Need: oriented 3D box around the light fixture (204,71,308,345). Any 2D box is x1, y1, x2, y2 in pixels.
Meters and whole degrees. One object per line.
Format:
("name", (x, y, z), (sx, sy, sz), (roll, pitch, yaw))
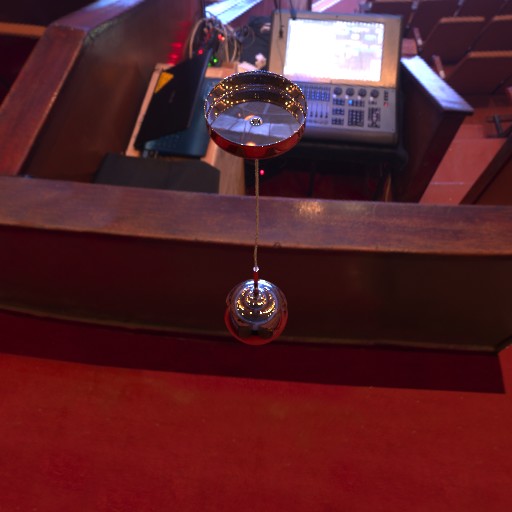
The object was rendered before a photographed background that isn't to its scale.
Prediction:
("light fixture", (0.000, 0.000, 1.743), (0.336, 1.538, 0.336), (1, 62, 1))
